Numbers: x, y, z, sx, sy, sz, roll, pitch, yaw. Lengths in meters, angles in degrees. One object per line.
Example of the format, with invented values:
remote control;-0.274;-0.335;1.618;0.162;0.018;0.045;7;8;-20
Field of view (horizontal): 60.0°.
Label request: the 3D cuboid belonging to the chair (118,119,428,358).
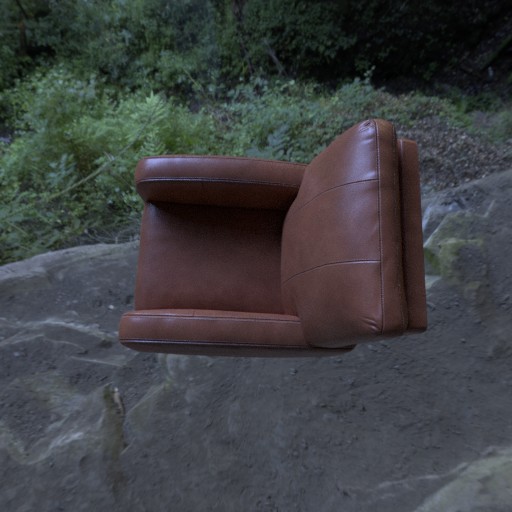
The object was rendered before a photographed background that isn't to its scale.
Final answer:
chair;0.000;0.000;1.707;0.990;0.990;0.762;2;77;0
